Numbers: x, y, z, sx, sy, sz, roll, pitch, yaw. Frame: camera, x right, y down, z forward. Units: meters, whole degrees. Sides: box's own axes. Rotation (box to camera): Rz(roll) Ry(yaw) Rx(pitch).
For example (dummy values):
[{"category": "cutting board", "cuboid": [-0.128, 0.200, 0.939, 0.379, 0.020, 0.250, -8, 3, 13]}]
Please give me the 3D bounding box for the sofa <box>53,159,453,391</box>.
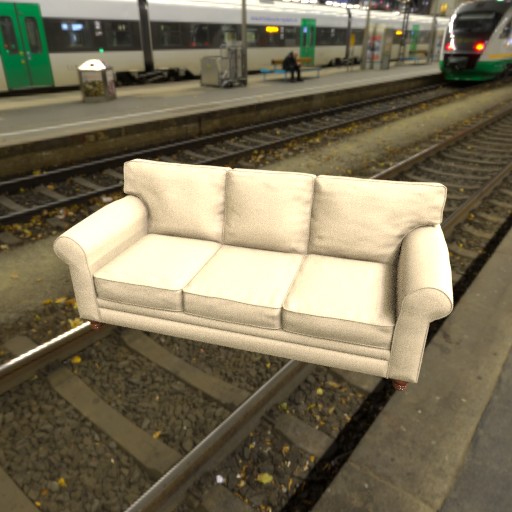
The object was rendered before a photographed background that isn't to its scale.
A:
[{"category": "sofa", "cuboid": [0.000, 0.000, 2.669, 2.118, 0.889, 0.998, 8, 27, 15]}]
